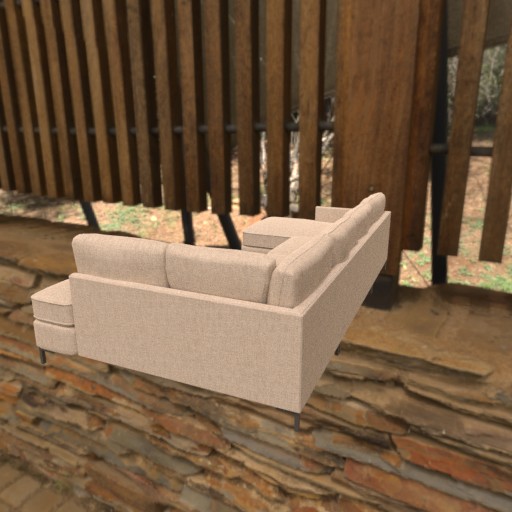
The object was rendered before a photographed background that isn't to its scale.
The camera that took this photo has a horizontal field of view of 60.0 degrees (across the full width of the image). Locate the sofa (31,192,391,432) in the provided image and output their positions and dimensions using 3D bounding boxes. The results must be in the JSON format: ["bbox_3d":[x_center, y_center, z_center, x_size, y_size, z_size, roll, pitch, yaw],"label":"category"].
[{"bbox_3d":[0.000,0.000,4.240,2.021,0.996,3.423,7,17,23],"label":"sofa"}]
